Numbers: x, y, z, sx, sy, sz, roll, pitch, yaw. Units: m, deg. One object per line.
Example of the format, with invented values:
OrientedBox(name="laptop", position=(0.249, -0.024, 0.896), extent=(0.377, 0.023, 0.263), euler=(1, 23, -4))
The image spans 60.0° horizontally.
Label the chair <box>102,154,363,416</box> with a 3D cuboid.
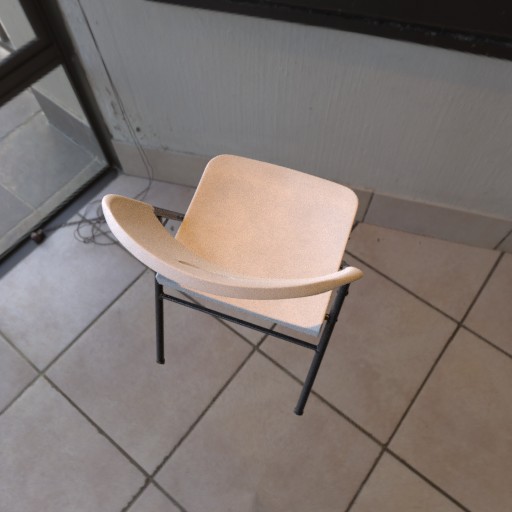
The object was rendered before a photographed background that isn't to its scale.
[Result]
OrientedBox(name="chair", position=(0.000, 0.000, 1.147), extent=(0.494, 0.810, 0.566), euler=(18, 63, 9))
